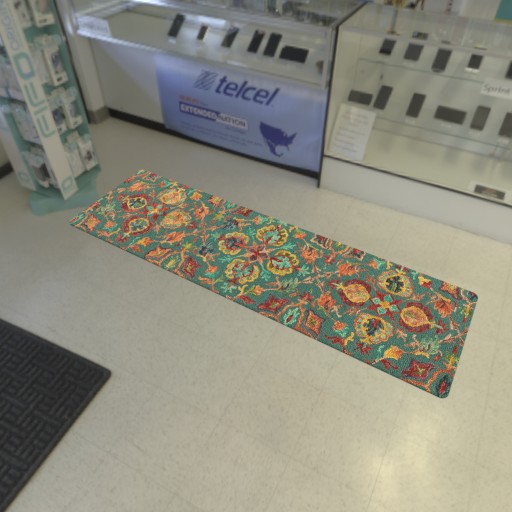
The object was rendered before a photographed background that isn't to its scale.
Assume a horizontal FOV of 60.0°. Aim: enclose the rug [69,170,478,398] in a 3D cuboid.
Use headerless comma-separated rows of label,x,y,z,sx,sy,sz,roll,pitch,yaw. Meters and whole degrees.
rug,0.000,0.000,2.506,2.286,0.013,0.686,23,49,21
